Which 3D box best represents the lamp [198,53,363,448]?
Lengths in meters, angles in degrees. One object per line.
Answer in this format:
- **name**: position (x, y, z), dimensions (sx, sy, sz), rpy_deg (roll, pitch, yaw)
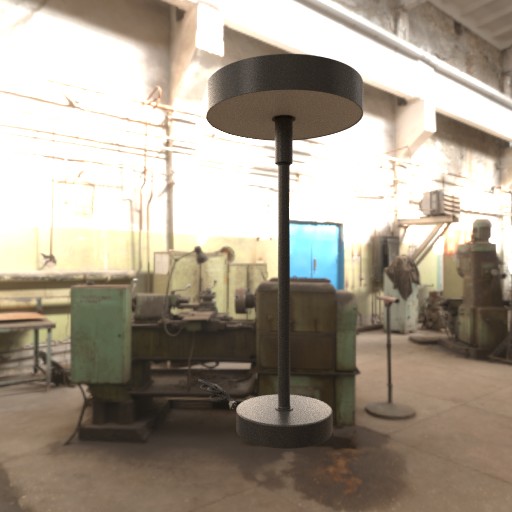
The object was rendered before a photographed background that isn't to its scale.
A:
- **lamp**: position (0.000, 0.000, 0.710), dimensions (0.229, 0.508, 0.369), rpy_deg (1, -1, -36)
